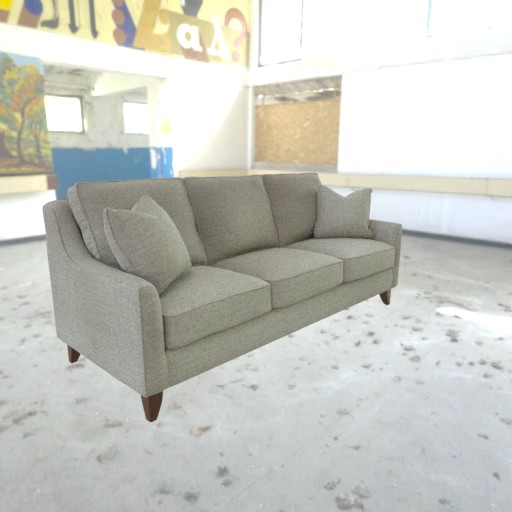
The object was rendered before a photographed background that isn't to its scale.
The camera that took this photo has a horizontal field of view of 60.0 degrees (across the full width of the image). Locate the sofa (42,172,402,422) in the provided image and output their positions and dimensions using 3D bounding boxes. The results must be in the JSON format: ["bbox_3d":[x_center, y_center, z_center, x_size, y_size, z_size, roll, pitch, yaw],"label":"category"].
[{"bbox_3d":[0.000,0.000,2.572,0.865,0.914,2.031,13,19,43],"label":"sofa"}]
